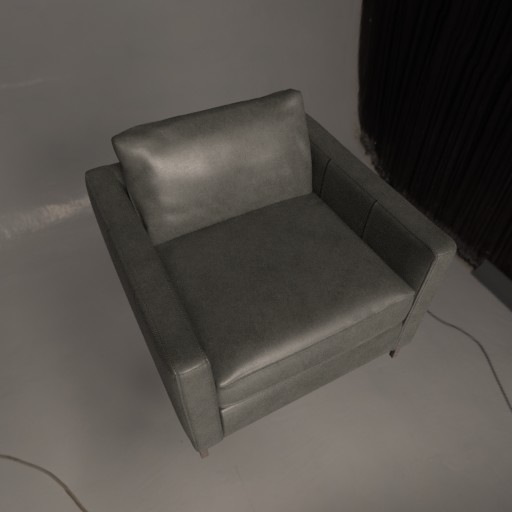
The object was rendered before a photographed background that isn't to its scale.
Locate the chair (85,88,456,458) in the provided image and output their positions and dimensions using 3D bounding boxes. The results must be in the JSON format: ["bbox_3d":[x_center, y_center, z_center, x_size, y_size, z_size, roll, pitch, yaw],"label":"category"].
[{"bbox_3d":[0.000,0.000,1.482,0.967,0.824,0.861,-21,51,-18],"label":"chair"}]
